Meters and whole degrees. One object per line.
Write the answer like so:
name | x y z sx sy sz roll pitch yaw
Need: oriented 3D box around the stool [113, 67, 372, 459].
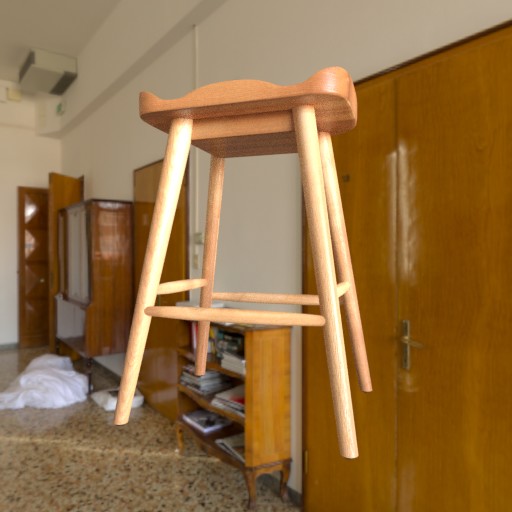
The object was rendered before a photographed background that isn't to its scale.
stool | 0.000 0.000 0.903 0.440 0.615 0.361 0 1 18
